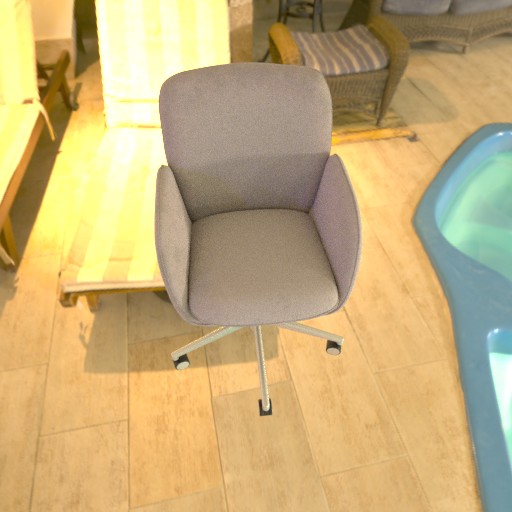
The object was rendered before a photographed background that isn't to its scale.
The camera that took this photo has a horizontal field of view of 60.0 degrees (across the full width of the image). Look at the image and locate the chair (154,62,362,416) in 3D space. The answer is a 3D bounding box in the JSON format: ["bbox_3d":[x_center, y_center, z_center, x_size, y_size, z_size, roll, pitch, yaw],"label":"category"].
[{"bbox_3d":[0.000,0.000,1.410,0.648,0.959,0.654,-4,47,-4],"label":"chair"}]
